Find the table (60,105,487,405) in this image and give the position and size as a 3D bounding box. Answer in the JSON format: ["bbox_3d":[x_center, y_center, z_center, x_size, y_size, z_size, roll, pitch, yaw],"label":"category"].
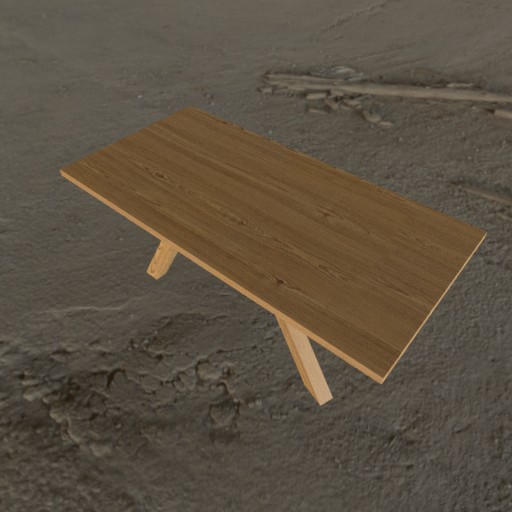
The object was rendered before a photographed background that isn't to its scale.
[{"bbox_3d":[0.000,0.000,2.302,1.797,0.750,0.901,31,52,27],"label":"table"}]
